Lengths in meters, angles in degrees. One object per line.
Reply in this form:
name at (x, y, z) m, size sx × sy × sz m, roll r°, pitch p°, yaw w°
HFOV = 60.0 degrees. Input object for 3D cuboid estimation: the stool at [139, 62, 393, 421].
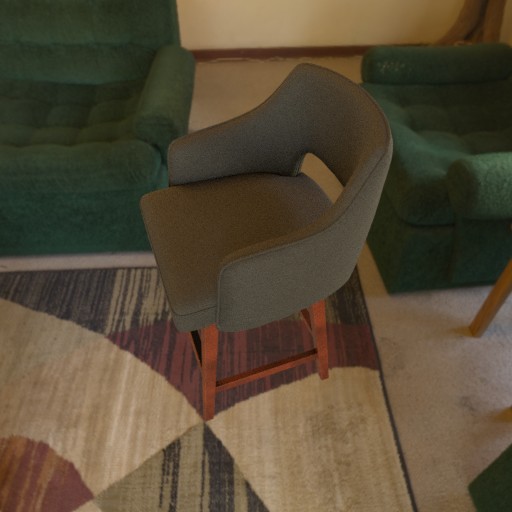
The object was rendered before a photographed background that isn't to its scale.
stool at (0.000, 0.000, 1.278) m, size 0.558 × 0.912 × 0.548 m, roll -15°, pitch 48°, yaw -14°
